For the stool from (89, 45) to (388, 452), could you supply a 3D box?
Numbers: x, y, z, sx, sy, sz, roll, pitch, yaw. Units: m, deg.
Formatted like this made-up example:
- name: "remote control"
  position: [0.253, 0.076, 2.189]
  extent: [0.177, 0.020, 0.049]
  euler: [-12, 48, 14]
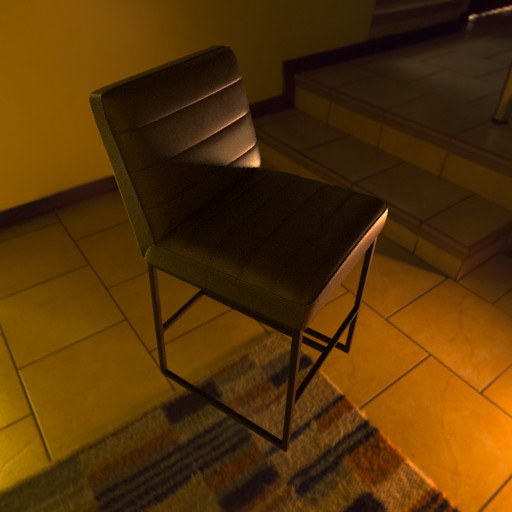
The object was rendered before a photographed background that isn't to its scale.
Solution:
- name: "stool"
  position: [0.000, 0.000, 1.221]
  extent: [0.552, 0.938, 0.457]
  euler: [23, 45, 25]
